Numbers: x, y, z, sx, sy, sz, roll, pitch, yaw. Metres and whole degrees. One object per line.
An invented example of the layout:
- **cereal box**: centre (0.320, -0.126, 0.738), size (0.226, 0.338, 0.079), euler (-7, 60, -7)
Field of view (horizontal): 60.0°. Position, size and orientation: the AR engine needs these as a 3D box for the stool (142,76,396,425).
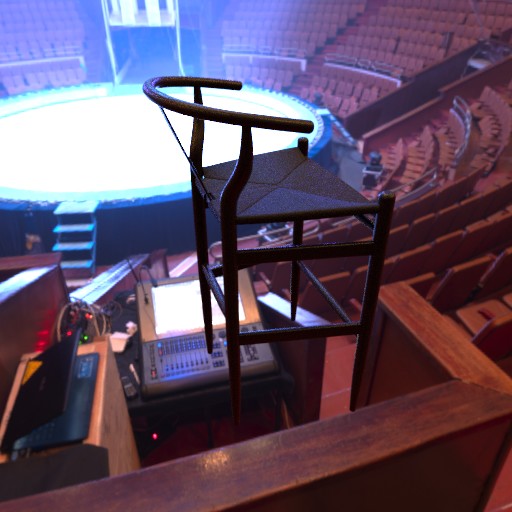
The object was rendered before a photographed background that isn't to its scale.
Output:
- **stool**: centre (0.000, 0.000, 1.425), size (0.579, 1.072, 0.569), euler (-10, 32, -16)
